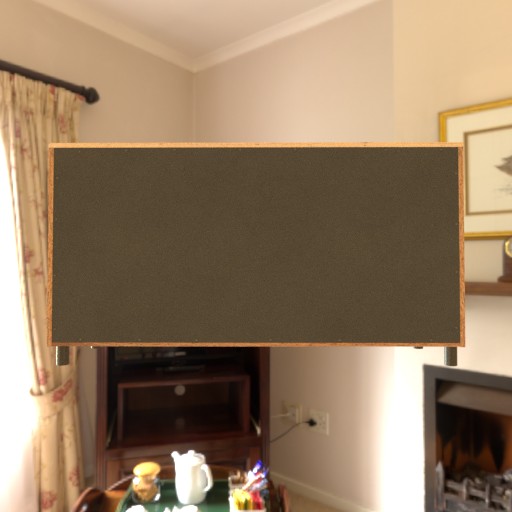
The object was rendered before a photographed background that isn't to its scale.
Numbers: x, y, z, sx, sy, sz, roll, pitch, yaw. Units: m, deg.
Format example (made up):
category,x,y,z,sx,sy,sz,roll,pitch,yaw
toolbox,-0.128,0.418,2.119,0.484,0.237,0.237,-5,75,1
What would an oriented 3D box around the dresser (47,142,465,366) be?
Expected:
category,x,y,z,sx,sy,sz,roll,pitch,yaw
dresser,0.000,0.000,1.886,1.547,0.834,0.487,0,-1,0
